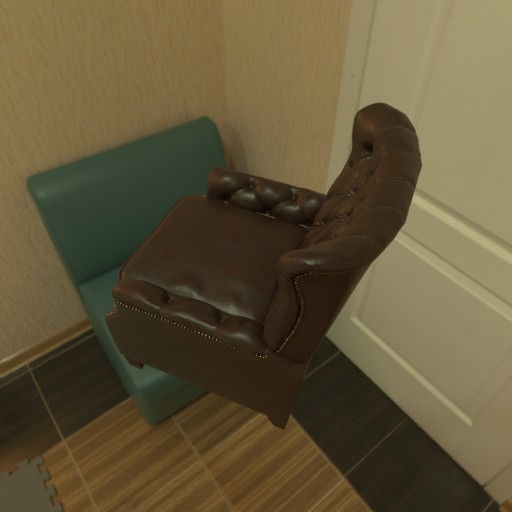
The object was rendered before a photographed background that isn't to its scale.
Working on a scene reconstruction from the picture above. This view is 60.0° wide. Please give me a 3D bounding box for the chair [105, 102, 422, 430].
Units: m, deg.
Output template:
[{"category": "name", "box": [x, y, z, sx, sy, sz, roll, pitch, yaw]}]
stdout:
[{"category": "chair", "box": [0.000, 0.000, 1.455, 0.823, 0.864, 0.709, 17, 49, 16]}]
